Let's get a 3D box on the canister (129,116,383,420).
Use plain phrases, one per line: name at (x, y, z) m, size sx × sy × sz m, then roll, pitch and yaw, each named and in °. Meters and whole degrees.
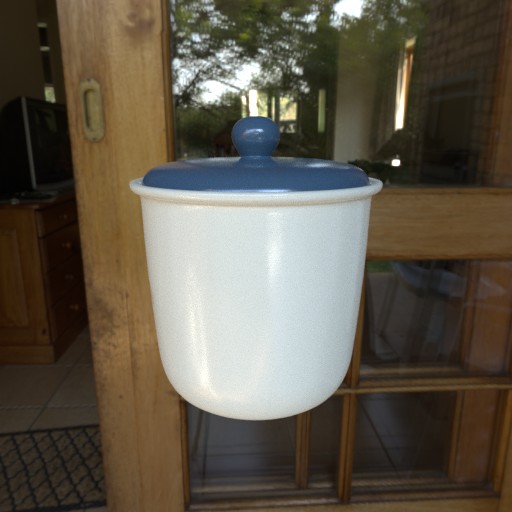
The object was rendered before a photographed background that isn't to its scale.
canister at (0.000, 0.000, 0.344) m, size 0.182 × 0.208 × 0.182 m, roll 0°, pitch 15°, yaw 0°
